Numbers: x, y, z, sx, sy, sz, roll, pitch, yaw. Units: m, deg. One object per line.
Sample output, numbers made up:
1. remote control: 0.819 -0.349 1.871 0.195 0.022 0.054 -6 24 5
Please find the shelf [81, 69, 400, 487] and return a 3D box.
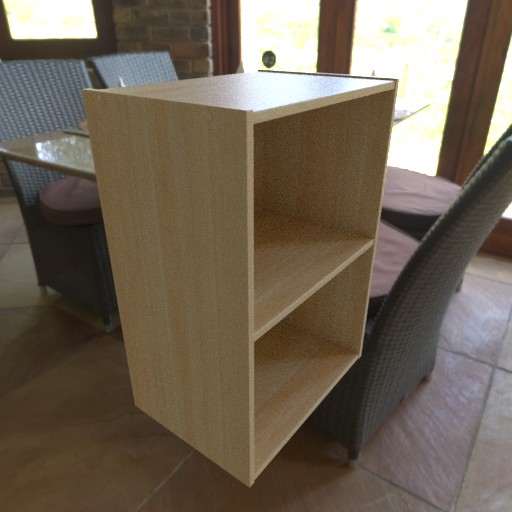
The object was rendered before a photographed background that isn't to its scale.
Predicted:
1. shelf: 0.000 0.000 0.810 0.290 0.592 0.414 19 33 33
